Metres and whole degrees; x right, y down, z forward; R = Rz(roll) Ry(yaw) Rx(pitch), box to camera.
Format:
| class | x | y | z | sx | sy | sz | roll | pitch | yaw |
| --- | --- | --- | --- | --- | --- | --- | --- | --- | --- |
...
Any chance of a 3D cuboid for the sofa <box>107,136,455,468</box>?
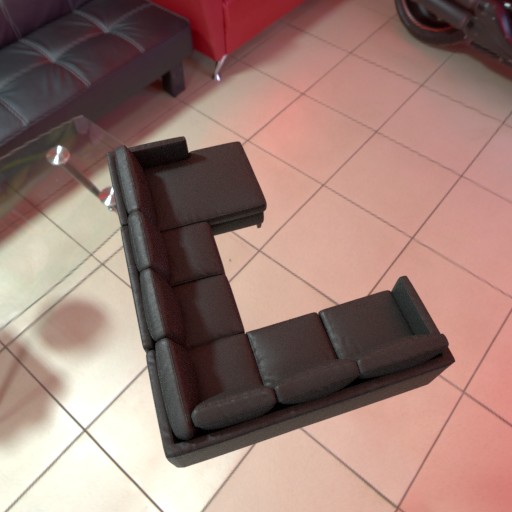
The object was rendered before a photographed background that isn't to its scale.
| class | x | y | z | sx | sy | sz | roll | pitch | yaw |
| --- | --- | --- | --- | --- | --- | --- | --- | --- | --- |
| sofa | 0.000 | 0.000 | 4.707 | 2.593 | 0.923 | 3.460 | -15 | 59 | -9 |
